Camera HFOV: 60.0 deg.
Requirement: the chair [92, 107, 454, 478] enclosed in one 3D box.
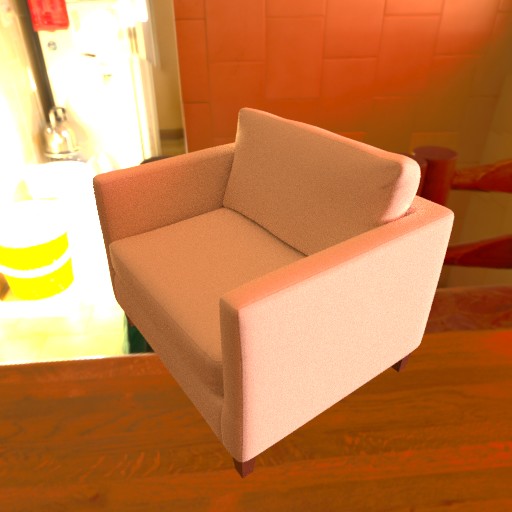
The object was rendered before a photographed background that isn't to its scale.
[{"bbox_3d":[0.000,0.000,1.662,0.878,0.885,1.019,-21,38,-30],"label":"chair"}]
